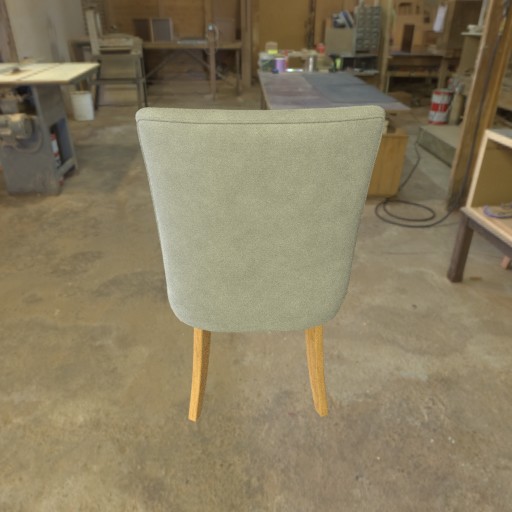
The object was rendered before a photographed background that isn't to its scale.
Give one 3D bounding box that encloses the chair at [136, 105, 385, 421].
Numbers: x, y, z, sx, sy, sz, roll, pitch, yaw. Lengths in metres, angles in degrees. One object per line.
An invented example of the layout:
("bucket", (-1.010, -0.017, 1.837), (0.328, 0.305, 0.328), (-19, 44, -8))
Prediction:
("chair", (0.000, 0.000, 1.257), (0.495, 0.902, 0.610), (-1, 29, -2))
